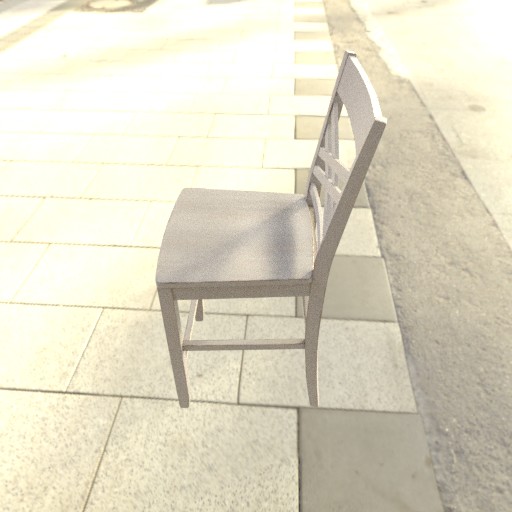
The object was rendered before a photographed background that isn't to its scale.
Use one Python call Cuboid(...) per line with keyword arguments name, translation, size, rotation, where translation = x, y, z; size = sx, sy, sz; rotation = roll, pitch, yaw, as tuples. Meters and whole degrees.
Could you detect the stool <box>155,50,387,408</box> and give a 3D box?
Cuboid(name="stool", translation=(0.000, 0.000, 1.371), size=(0.539, 1.079, 0.462), rotation=(1, 40, 1))
